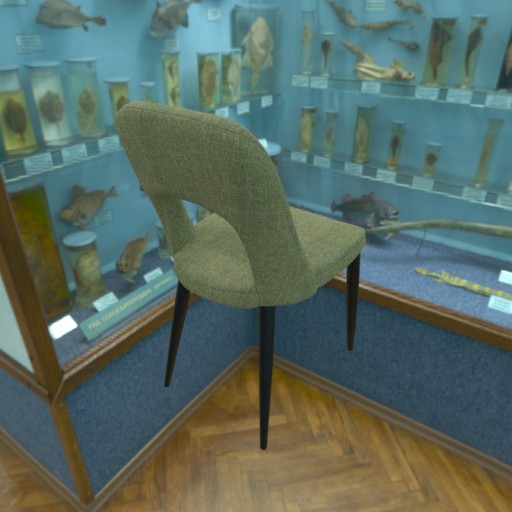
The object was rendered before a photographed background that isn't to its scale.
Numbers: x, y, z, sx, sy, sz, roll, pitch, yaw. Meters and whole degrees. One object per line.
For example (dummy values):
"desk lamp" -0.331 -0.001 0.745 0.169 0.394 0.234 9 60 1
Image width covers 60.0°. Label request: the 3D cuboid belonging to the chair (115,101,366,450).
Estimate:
"chair" 0.000 0.000 1.291 0.470 0.931 0.612 21 36 32
